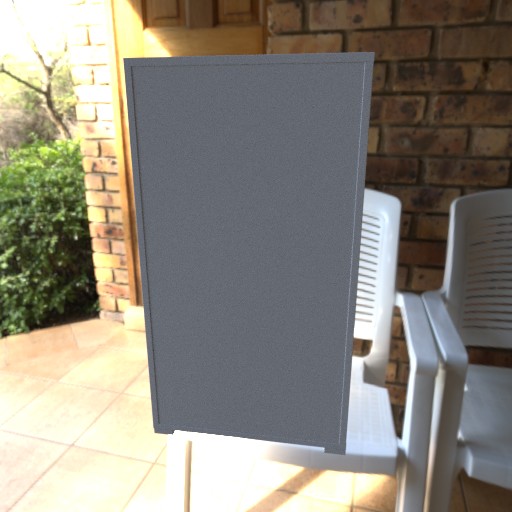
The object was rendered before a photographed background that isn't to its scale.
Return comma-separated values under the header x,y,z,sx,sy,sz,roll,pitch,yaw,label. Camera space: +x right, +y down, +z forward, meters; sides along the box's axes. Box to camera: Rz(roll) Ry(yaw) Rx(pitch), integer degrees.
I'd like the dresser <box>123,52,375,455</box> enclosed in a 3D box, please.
x,y,z,sx,sy,sz,roll,pitch,yaw,label
0.000,0.000,1.489,0.650,1.190,0.400,3,18,9,dresser
